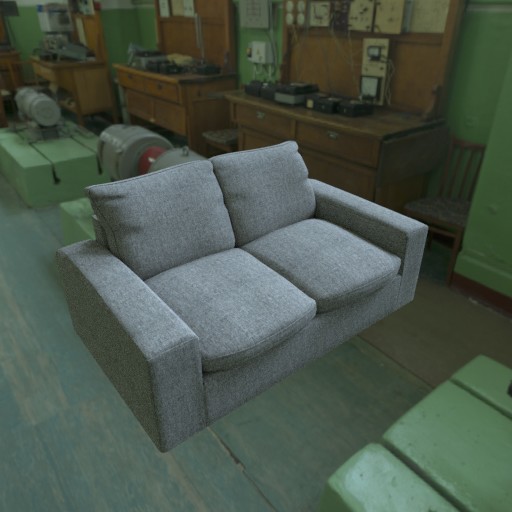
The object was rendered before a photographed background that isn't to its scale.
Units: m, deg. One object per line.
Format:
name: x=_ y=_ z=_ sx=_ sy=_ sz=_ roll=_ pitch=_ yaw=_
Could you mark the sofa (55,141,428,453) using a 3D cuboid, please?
sofa: x=0.000 y=0.000 z=2.408 sx=1.758 sy=0.877 sz=1.094 roll=-22 pitch=36 yaw=-33
